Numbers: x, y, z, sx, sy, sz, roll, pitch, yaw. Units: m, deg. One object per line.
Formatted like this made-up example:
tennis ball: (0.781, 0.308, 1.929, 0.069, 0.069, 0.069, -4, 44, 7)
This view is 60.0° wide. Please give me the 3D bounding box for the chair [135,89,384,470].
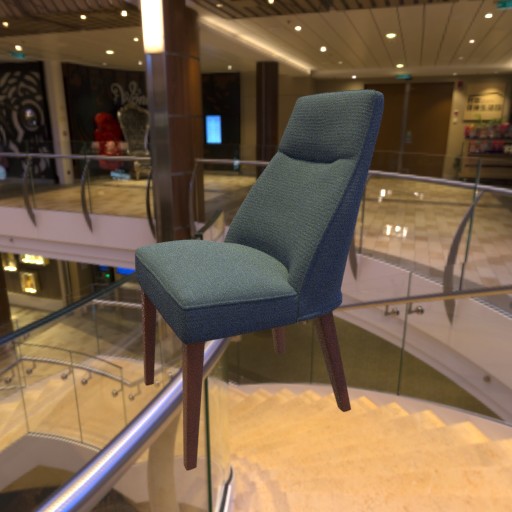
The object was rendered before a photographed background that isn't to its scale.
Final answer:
chair: (0.000, 0.000, 1.308, 0.620, 0.930, 0.500, -8, 18, -26)
